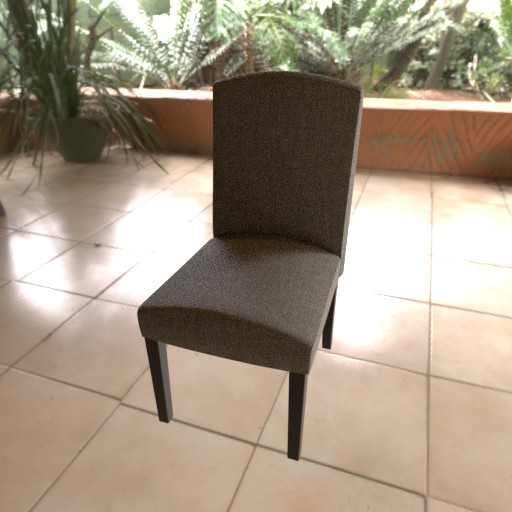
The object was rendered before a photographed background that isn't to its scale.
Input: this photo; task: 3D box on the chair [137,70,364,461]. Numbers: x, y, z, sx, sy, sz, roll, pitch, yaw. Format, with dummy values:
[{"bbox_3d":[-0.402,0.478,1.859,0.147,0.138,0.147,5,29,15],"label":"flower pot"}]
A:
[{"bbox_3d":[0.000,0.000,1.242,0.451,0.917,0.580,9,29,17],"label":"chair"}]
